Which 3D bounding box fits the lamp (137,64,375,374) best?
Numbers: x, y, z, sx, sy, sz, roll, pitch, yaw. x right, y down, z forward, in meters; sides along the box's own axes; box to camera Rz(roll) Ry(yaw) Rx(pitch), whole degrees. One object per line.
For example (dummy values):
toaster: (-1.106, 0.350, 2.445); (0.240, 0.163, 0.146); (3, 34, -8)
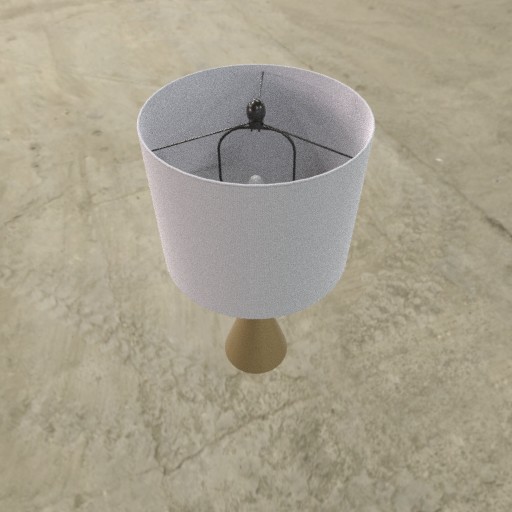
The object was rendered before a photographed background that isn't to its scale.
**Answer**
lamp: (0.000, 0.000, 0.768); (0.304, 0.573, 0.304); (3, 46, 3)
